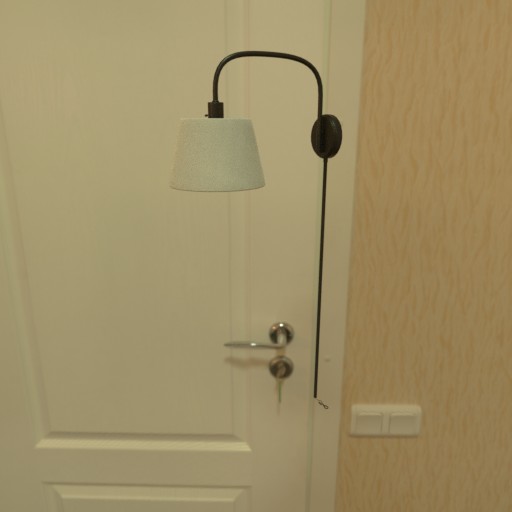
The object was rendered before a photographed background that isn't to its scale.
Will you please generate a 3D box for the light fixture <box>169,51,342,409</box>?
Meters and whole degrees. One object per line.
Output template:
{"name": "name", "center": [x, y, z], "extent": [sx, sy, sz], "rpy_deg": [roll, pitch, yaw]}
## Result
{"name": "light fixture", "center": [0.000, 0.000, 0.470], "extent": [0.176, 0.399, 0.092], "rpy_deg": [-8, 19, -26]}
